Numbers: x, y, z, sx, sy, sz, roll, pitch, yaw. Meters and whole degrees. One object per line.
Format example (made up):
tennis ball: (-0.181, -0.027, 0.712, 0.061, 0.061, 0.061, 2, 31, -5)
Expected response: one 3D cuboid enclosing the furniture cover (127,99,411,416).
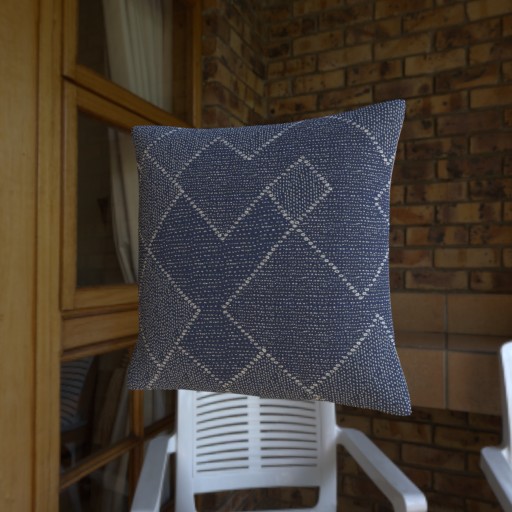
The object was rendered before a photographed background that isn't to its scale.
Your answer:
furniture cover: (0.000, 0.000, 0.778, 0.511, 0.503, 0.162, 0, -1, 17)
